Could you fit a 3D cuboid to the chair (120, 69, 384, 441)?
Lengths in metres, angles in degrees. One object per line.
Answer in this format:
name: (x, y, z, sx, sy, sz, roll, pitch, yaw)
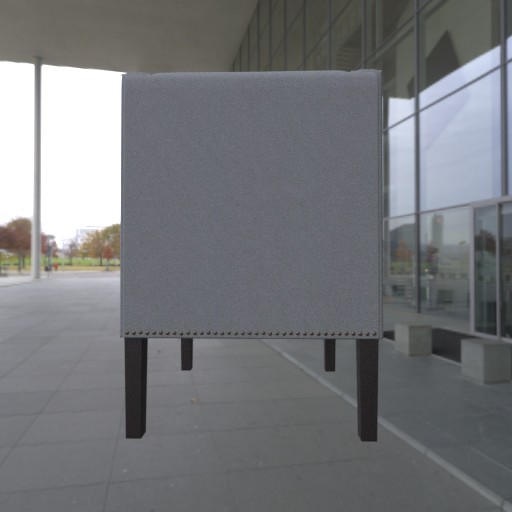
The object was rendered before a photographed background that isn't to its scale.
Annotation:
chair: (0.000, 0.000, 1.391, 0.631, 0.867, 0.747, 0, -1, 2)
